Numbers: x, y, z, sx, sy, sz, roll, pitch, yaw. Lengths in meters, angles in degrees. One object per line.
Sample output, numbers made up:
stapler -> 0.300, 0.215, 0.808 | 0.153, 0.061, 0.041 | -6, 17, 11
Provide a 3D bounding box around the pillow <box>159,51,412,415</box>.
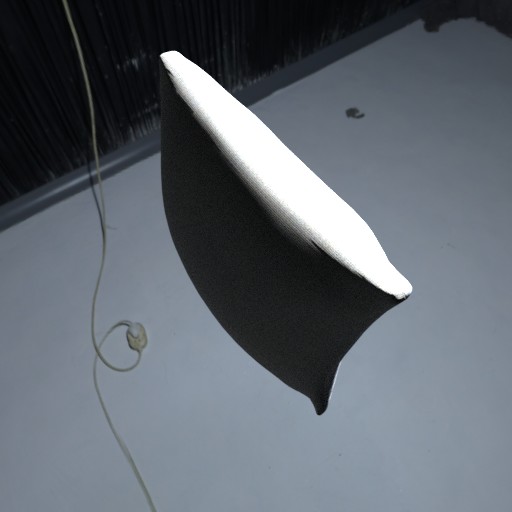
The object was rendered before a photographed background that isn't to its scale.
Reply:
pillow -> 0.000, 0.000, 0.759 | 0.219, 0.491, 0.496 | -31, 64, -17
